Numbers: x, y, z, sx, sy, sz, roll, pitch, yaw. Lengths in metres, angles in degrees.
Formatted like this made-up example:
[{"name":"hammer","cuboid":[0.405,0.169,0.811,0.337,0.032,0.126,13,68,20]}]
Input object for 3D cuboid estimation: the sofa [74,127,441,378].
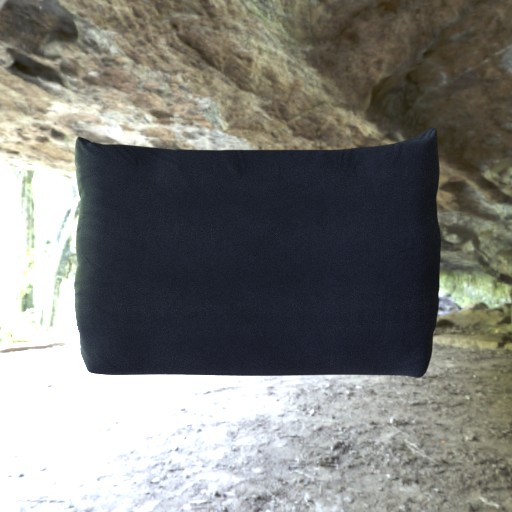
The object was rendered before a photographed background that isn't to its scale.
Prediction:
[{"name":"sofa","cuboid":[0.000,0.000,1.665,1.122,0.778,0.849,0,-2,0]}]
